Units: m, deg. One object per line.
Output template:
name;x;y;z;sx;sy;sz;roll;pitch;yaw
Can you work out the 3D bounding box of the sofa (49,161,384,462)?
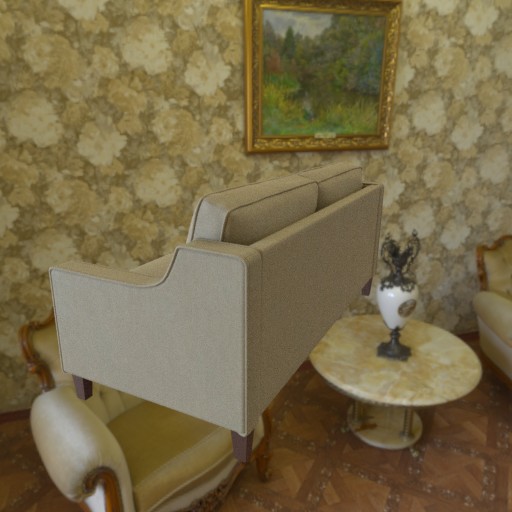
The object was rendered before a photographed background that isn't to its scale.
sofa;0.000;0.000;2.766;1.066;1.071;2.178;9;19;26
